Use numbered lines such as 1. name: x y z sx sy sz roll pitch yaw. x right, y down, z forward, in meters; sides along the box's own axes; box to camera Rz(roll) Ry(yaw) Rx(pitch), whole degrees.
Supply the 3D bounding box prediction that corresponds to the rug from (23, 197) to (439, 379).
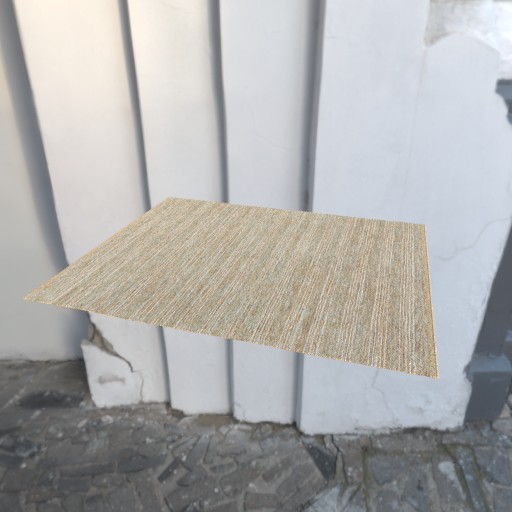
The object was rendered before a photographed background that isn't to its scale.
1. rug: 0.000 0.000 4.088 3.034 0.012 2.471 8 28 15
